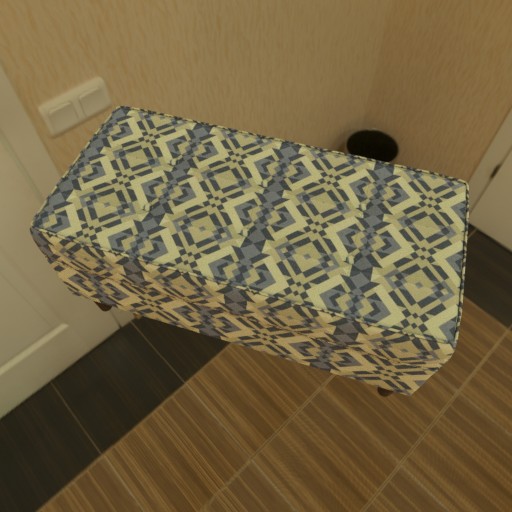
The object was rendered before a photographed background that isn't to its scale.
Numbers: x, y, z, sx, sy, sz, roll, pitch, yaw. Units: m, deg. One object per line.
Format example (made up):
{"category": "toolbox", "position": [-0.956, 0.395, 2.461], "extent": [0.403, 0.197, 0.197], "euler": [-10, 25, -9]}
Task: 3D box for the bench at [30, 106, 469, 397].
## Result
{"category": "bench", "position": [0.000, 0.000, 1.278], "extent": [1.016, 0.477, 0.492], "euler": [15, 58, 9]}
